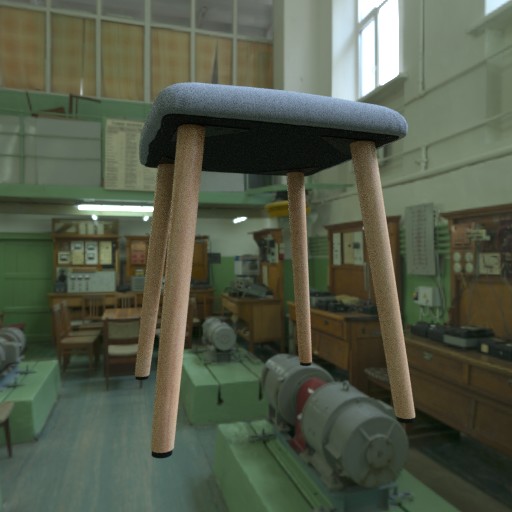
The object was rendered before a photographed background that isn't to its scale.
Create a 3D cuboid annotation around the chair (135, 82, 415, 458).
[{"bbox_3d":[0.000,0.000,0.694,0.350,0.440,0.350,0,0,-18],"label":"chair"}]
